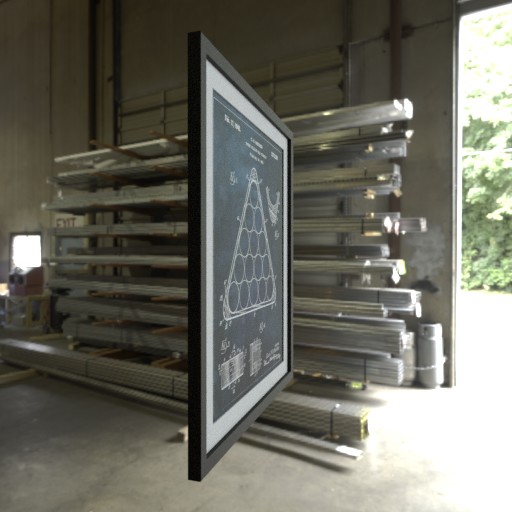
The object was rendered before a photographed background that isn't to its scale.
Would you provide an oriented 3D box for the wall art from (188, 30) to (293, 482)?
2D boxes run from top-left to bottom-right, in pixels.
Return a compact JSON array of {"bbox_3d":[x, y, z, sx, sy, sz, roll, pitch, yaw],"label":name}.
[{"bbox_3d":[0.000,0.000,1.209,0.028,0.863,0.755,0,0,18],"label":"wall art"}]
